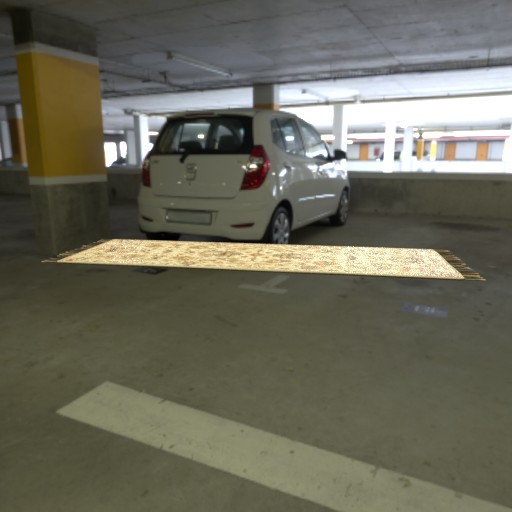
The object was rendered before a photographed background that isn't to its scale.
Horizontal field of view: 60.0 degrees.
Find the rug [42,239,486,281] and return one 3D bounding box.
[{"bbox_3d":[0.000,0.000,2.735,2.438,0.021,0.729,2,13,9],"label":"rug"}]
